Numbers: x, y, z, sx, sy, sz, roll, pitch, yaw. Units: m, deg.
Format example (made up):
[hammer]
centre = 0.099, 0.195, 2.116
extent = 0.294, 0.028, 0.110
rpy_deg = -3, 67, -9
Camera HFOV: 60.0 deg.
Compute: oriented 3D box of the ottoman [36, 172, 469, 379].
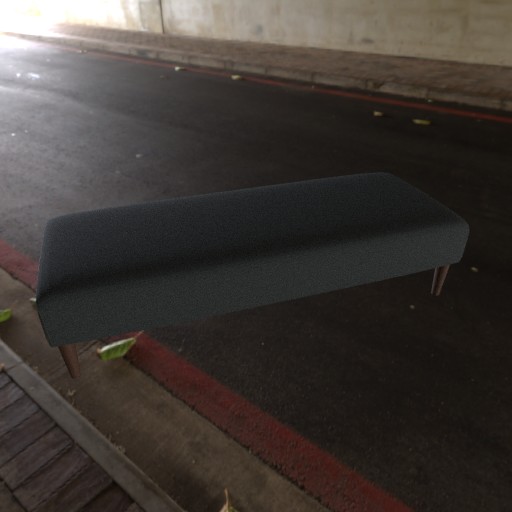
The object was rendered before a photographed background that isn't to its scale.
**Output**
[ottoman]
centre = 0.000, 0.000, 1.869
extent = 1.609, 0.393, 0.646
rpy_deg = -10, 33, -16
